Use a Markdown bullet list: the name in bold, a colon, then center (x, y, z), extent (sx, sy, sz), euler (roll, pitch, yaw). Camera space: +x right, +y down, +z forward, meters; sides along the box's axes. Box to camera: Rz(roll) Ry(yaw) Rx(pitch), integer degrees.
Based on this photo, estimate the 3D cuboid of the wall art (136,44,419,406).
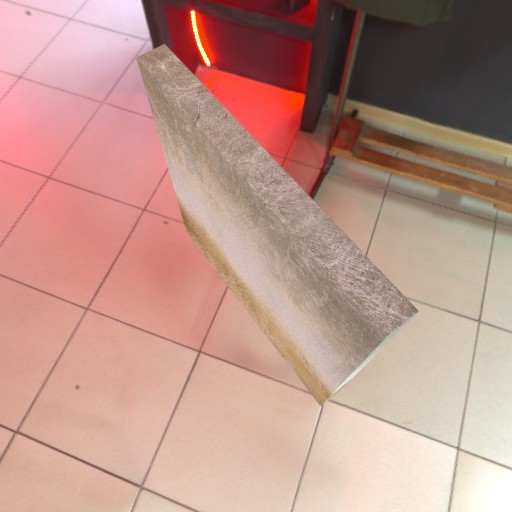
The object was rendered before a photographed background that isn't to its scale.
- **wall art**: center (0.000, 0.000, 0.619), extent (0.038, 0.407, 0.405), euler (-34, 68, -15)
